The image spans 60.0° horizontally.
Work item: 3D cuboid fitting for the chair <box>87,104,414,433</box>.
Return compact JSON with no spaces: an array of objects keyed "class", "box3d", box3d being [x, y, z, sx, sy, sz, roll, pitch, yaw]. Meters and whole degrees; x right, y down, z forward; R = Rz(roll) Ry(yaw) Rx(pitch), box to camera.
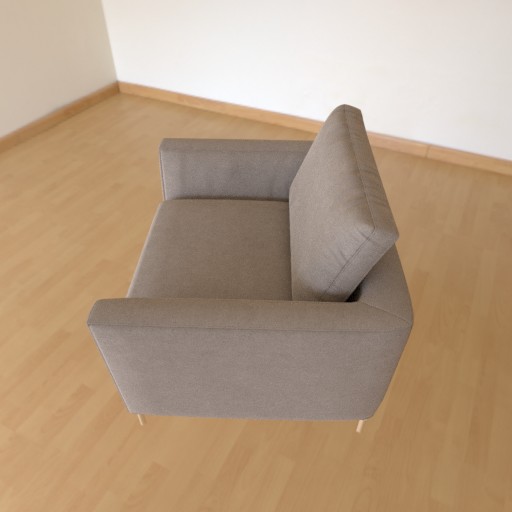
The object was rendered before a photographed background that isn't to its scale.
[{"class":"chair","box3d":[0.000,0.000,1.632,0.889,0.864,1.041,1,42,2]}]
